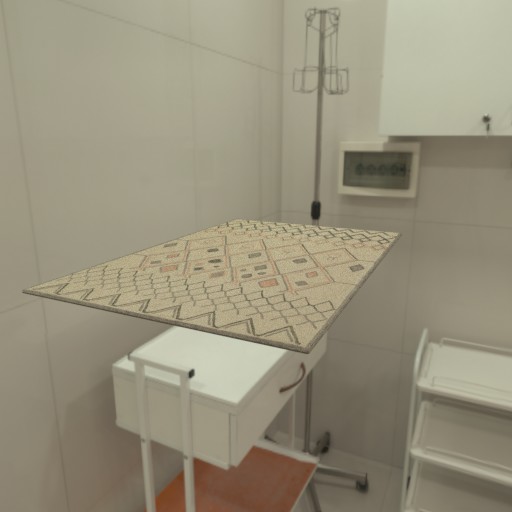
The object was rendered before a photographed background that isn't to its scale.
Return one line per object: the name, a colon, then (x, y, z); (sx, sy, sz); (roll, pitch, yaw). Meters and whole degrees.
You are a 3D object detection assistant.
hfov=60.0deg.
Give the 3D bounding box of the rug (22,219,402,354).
rug: (0.000, 0.000, 2.326); (1.219, 0.016, 1.829); (7, 16, 25)
